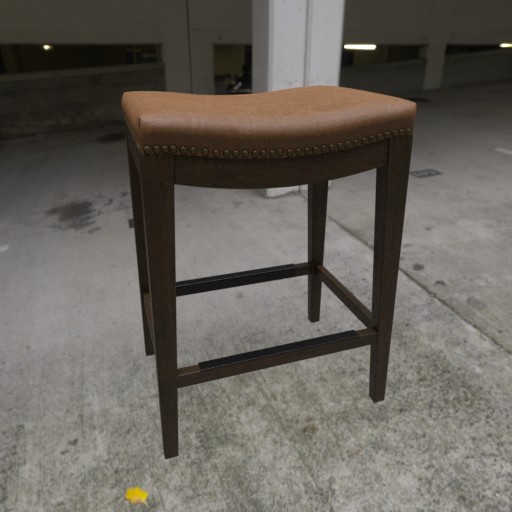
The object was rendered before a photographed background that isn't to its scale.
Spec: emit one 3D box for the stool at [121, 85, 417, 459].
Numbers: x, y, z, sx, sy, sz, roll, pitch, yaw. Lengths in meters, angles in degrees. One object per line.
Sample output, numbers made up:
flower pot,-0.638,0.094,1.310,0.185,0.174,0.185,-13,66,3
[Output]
stool,0.000,0.000,0.956,0.500,0.660,0.361,-8,27,-17
